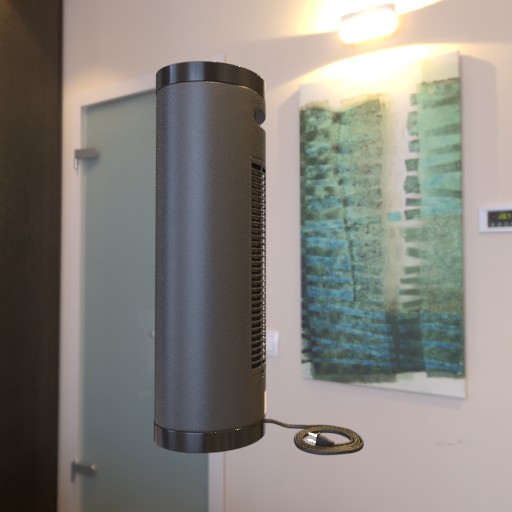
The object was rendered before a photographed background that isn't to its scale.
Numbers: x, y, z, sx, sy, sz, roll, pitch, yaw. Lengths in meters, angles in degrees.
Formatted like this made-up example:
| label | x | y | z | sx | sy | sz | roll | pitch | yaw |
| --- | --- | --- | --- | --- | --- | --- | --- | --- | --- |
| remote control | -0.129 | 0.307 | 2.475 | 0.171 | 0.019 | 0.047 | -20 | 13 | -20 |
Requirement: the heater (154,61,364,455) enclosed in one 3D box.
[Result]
| label | x | y | z | sx | sy | sz | roll | pitch | yaw |
| --- | --- | --- | --- | --- | --- | --- | --- | --- | --- |
| heater | 0.000 | 0.000 | 0.696 | 0.312 | 0.552 | 0.174 | 0 | -1 | -1 |
